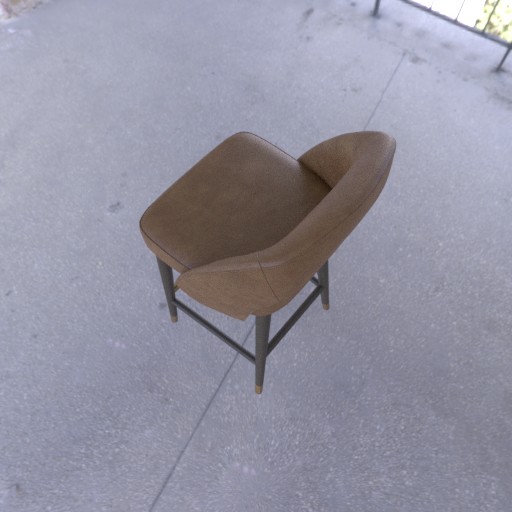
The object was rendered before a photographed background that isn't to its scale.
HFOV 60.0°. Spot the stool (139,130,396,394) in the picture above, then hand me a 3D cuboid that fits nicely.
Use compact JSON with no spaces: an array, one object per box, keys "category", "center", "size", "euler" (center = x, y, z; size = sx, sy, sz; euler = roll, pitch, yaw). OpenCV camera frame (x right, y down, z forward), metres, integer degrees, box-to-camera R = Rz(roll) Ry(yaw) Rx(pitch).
[{"category":"stool","center":[0.000,0.000,1.306],"size":[0.509,1.037,0.494],"euler":[36,68,18]}]
